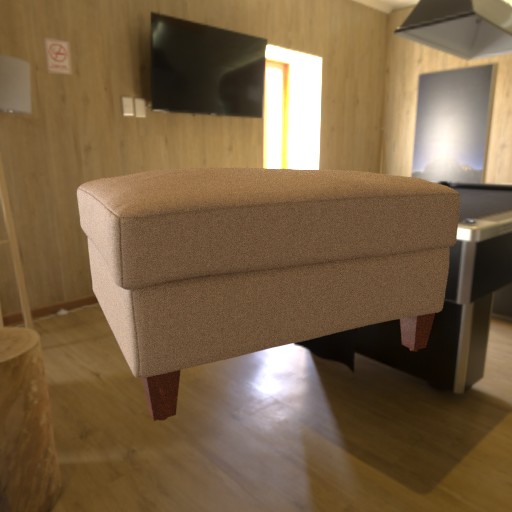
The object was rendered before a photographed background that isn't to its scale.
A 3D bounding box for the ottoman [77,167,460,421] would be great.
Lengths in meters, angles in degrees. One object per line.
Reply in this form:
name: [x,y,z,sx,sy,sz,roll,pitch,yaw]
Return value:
ottoman: [0.000,0.000,1.295,0.902,0.511,0.692,-7,15,-26]
